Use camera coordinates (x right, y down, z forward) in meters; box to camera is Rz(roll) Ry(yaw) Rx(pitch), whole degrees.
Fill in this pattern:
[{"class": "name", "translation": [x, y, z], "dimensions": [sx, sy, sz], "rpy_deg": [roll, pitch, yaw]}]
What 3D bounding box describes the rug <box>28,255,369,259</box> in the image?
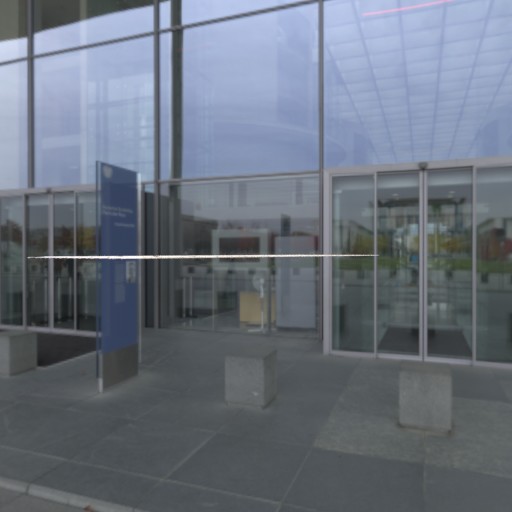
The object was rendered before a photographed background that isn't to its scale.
[{"class": "rug", "translation": [0.000, 0.000, 2.710], "dimensions": [0.660, 0.005, 2.464], "rpy_deg": [0, 0, 36]}]
